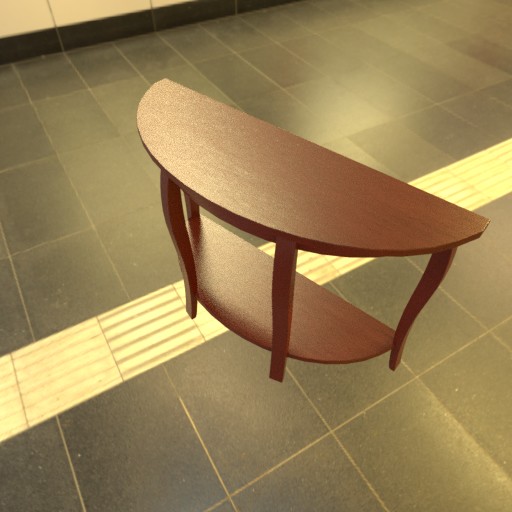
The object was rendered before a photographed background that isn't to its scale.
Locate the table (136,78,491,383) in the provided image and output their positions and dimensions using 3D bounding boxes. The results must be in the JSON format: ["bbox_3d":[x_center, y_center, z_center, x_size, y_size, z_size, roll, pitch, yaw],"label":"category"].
[{"bbox_3d":[0.000,0.000,1.572,1.219,0.779,0.405,31,55,26],"label":"table"}]
